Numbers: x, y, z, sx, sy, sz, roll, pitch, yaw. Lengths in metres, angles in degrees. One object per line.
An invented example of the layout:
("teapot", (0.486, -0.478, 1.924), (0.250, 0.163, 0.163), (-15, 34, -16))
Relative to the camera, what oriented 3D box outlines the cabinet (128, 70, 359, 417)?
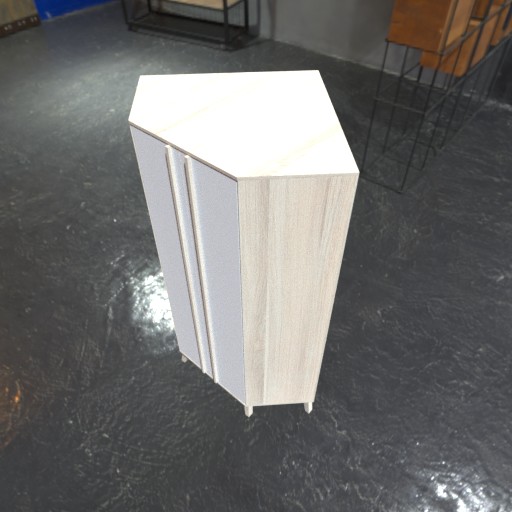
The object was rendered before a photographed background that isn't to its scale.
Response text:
("cabinet", (0.000, 0.000, 2.702), (1.272, 1.957, 0.969), (32, 53, 27))
